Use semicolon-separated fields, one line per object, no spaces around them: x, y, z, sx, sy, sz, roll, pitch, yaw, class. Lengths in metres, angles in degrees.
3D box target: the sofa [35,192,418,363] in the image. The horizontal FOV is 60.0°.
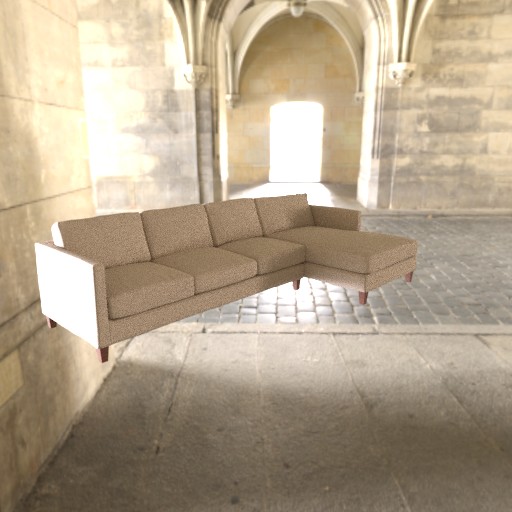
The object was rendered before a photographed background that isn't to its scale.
0.000;0.000;3.975;1.625;0.861;3.186;13;20;42;sofa
